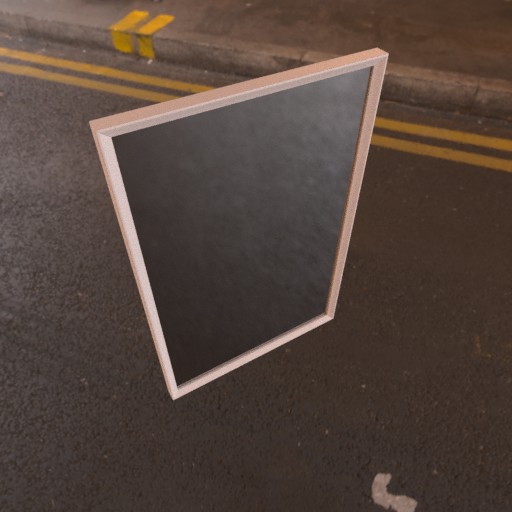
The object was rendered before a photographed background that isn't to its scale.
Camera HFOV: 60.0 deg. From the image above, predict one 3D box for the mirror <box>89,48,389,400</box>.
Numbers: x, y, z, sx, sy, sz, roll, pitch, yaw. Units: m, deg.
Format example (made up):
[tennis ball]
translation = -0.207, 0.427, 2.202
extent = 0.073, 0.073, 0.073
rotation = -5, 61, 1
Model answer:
[mirror]
translation = 0.000, 0.000, 1.144
extent = 0.609, 0.915, 0.041
rotation = -23, 50, -21
